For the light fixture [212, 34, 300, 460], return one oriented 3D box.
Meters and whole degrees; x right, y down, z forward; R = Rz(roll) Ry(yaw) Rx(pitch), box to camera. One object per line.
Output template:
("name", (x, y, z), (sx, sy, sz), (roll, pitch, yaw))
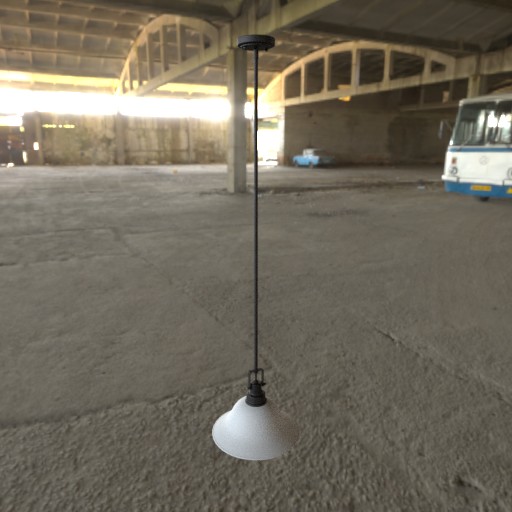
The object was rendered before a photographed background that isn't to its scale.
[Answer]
("light fixture", (0.000, 0.000, 1.487), (0.324, 1.337, 0.324), (-7, 15, -26))
